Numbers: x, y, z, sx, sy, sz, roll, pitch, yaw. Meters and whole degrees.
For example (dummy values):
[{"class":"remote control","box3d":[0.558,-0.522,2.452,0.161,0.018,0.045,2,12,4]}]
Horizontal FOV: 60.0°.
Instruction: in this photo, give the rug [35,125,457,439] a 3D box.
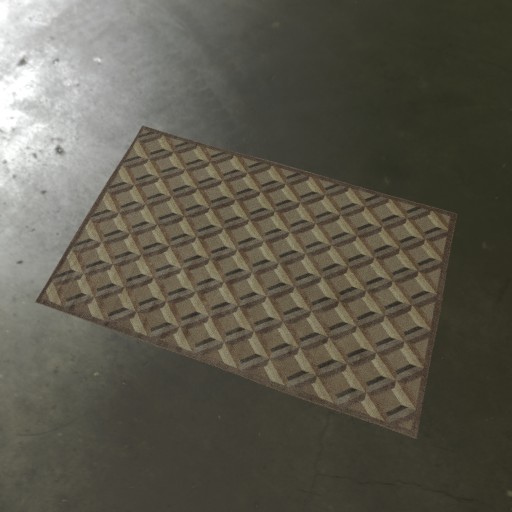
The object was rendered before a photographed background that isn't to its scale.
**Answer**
[{"class":"rug","box3d":[0.000,0.000,2.030,1.677,0.011,1.066,18,65,8]}]
